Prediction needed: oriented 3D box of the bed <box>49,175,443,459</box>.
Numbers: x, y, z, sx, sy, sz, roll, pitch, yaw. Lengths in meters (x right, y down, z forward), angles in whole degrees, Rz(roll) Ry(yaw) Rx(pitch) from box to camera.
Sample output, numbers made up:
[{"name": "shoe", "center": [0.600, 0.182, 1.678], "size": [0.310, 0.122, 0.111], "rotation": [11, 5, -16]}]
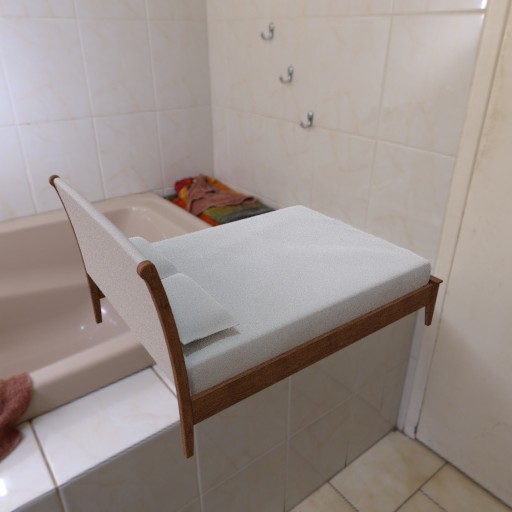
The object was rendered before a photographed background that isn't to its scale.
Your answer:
[{"name": "bed", "center": [0.000, 0.000, 2.985], "size": [2.108, 1.135, 1.502], "rotation": [-18, 32, -31]}]
